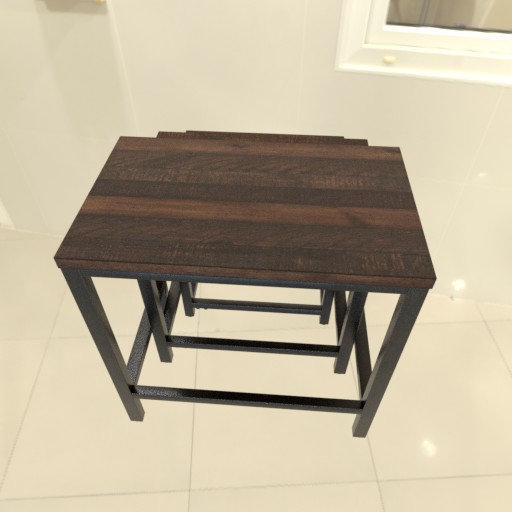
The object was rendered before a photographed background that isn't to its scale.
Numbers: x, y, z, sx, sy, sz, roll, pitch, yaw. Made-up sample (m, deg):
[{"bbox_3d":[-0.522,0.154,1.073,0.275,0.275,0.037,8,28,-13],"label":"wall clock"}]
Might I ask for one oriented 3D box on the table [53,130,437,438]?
[{"bbox_3d":[0.000,0.000,1.148,0.608,0.616,0.660,3,46,3],"label":"table"}]
